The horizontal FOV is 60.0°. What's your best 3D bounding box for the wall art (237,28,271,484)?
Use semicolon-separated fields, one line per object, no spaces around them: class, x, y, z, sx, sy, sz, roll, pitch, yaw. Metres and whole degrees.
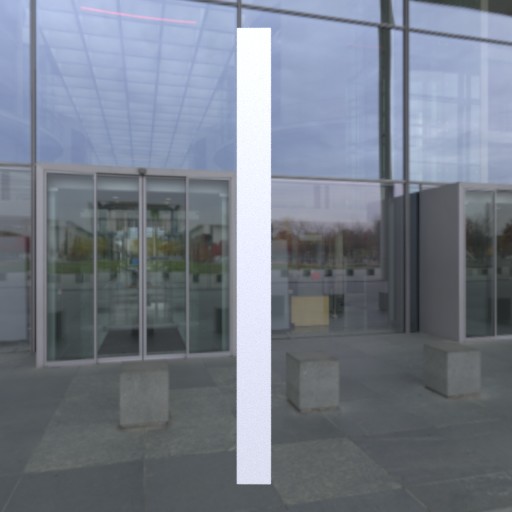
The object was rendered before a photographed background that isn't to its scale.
wall art;0.000;0.000;0.747;0.038;0.508;0.507;0;0;1
